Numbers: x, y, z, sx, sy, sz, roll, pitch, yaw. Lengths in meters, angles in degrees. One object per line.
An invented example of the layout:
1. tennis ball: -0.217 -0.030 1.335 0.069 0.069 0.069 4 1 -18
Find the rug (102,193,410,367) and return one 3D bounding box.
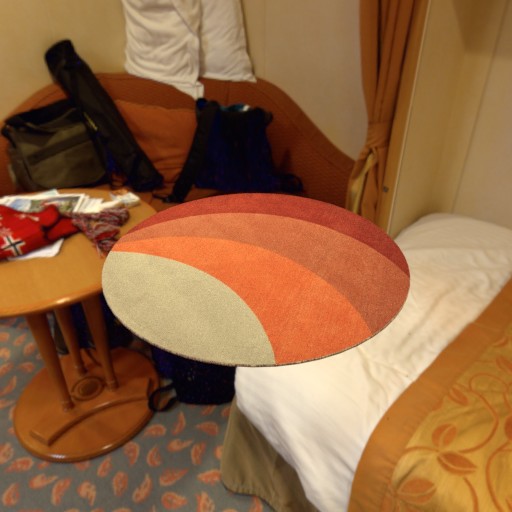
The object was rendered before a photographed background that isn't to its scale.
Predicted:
1. rug: 0.000 0.000 2.264 1.514 0.015 1.514 0 32 0
